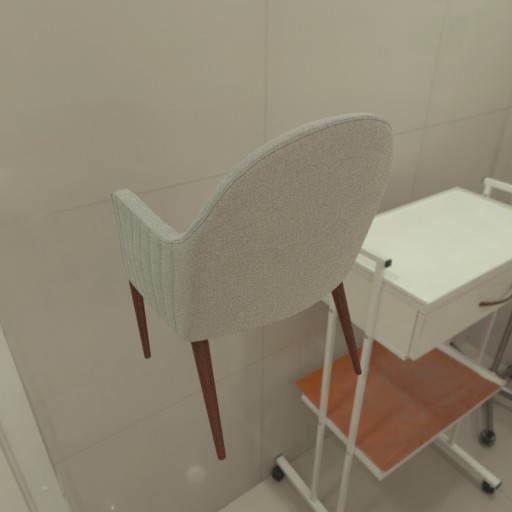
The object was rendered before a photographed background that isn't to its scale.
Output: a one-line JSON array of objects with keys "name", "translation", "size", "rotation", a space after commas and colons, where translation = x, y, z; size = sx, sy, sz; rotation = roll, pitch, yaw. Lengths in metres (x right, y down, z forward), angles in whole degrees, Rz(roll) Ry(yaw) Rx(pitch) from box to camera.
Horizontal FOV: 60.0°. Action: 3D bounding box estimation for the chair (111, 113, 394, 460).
[{"name": "chair", "translation": [0.000, 0.000, 1.271], "size": [0.610, 0.889, 0.620], "rotation": [-20, 35, -31]}]
